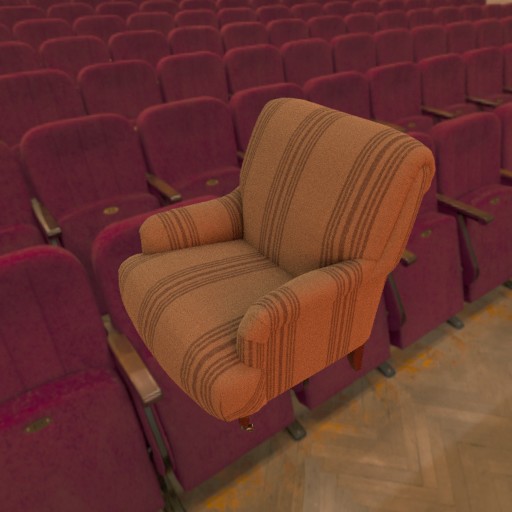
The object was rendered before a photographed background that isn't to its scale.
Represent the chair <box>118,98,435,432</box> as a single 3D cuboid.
[{"bbox_3d":[0.000,0.000,1.621,0.914,0.940,0.813,-21,38,-29],"label":"chair"}]
